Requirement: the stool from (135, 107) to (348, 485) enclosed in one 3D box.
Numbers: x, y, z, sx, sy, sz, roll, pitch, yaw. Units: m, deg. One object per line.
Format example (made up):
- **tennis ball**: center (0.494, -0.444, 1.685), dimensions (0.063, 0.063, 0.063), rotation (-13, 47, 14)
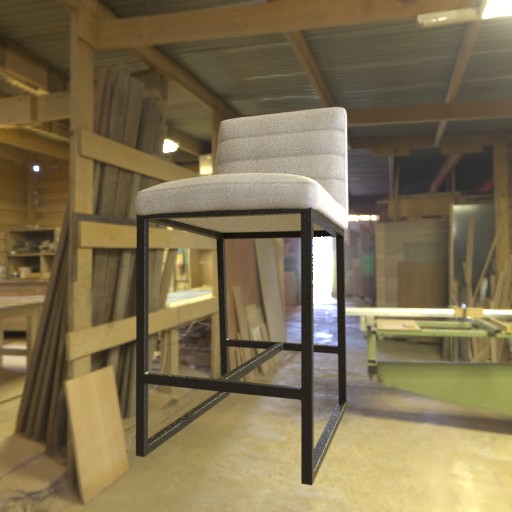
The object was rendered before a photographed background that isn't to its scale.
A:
- **stool**: center (0.000, 0.000, 1.254), dimensions (0.459, 0.971, 0.567), rotation (0, -1, 19)
